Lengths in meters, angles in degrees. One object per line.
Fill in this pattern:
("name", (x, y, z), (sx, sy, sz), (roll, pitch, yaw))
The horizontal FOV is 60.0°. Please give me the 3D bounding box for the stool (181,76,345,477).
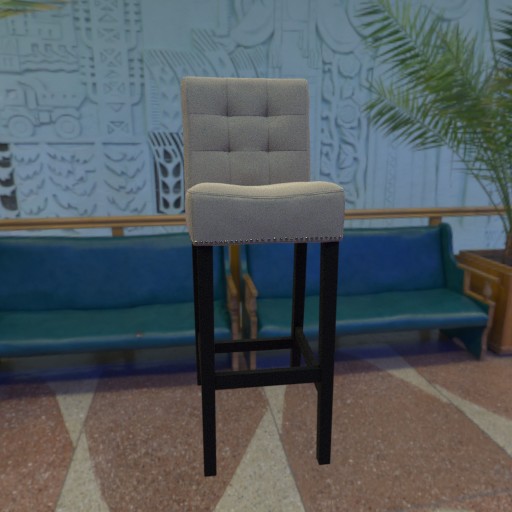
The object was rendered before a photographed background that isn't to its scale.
("stool", (0.000, 0.000, 1.314), (0.411, 1.047, 0.548), (-2, 15, -8))
